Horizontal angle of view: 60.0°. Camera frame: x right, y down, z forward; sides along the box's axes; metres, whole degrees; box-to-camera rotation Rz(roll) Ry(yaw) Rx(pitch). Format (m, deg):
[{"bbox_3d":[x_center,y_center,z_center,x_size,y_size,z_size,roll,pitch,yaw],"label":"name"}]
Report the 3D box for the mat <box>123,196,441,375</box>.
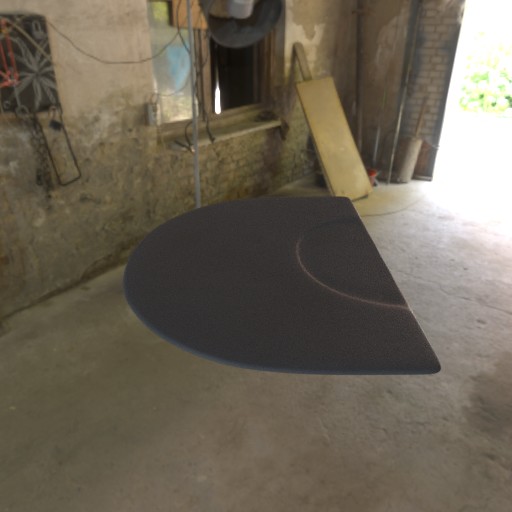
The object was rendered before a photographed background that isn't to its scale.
[{"bbox_3d":[0.000,0.000,1.610,0.917,0.016,1.220,0,28,0],"label":"mat"}]
